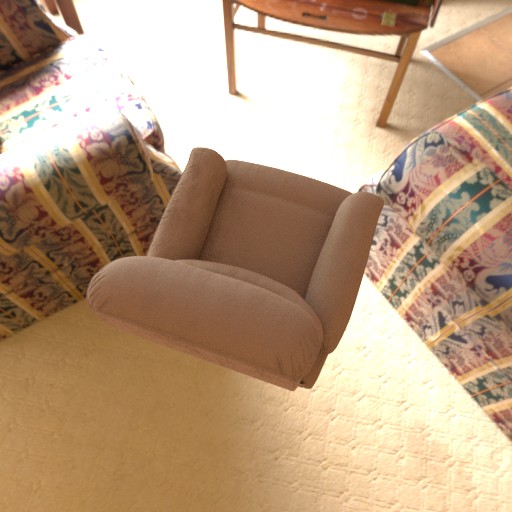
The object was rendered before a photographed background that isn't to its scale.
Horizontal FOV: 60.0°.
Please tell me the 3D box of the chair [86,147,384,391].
[{"bbox_3d":[0.000,0.000,1.704,0.820,1.037,1.004,17,65,9],"label":"chair"}]
